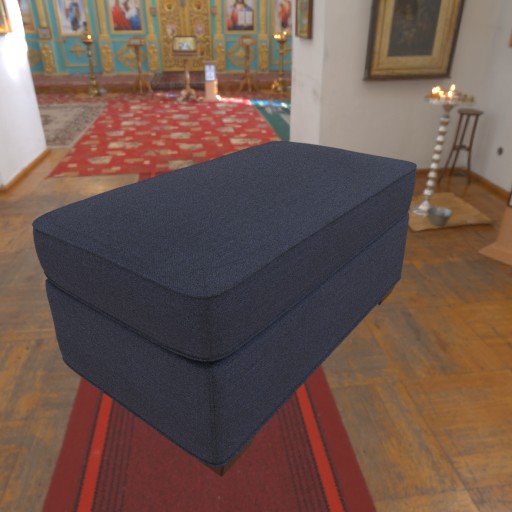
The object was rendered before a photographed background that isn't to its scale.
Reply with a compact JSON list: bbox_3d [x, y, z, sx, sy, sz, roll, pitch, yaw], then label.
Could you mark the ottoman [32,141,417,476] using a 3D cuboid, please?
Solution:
[{"bbox_3d":[0.000,0.000,1.135,0.505,0.453,0.895,19,33,33],"label":"ottoman"}]
